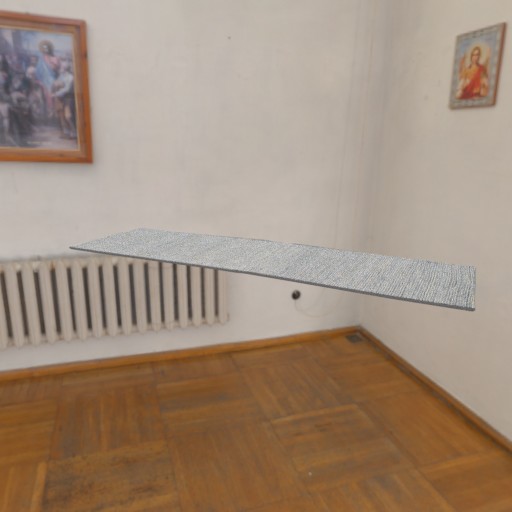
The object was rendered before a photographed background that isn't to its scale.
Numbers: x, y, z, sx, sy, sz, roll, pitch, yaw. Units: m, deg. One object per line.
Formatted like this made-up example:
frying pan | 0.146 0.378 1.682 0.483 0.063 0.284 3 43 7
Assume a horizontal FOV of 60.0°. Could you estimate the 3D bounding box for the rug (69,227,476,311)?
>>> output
rug | 0.000 0.000 2.602 2.341 0.037 0.675 8 17 26
